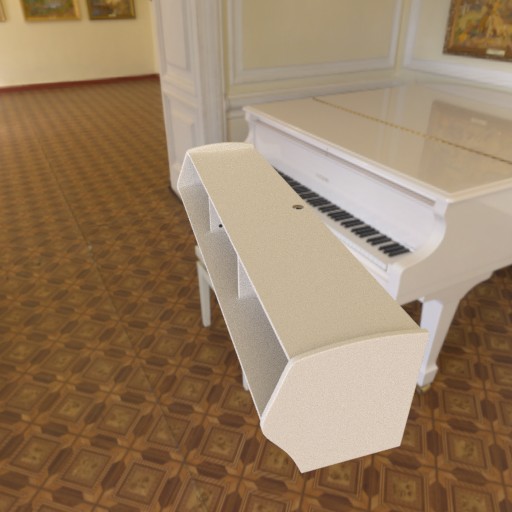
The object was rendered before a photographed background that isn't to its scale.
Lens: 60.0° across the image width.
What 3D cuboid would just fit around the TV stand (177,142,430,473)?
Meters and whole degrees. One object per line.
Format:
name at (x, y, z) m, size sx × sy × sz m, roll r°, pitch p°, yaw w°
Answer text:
TV stand at (0.000, 0.000, 1.661) m, size 0.397 × 0.424 × 1.473 m, roll -9°, pitch 32°, yaw -14°
